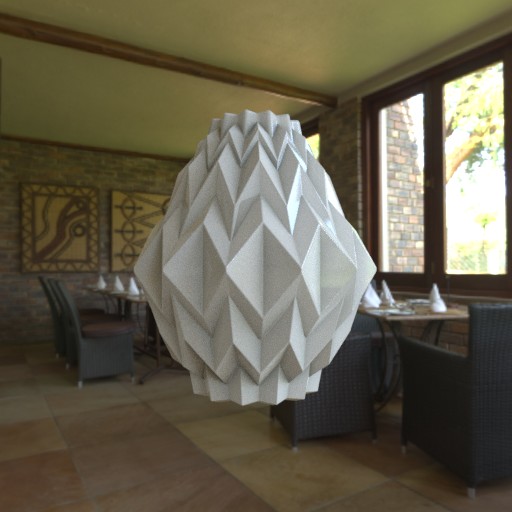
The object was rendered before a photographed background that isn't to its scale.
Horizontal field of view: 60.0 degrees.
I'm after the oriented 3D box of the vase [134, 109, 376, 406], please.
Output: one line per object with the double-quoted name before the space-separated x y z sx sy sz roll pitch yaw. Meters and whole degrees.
"vase" 0.000 0.000 0.310 0.164 0.185 0.164 0 -1 0
